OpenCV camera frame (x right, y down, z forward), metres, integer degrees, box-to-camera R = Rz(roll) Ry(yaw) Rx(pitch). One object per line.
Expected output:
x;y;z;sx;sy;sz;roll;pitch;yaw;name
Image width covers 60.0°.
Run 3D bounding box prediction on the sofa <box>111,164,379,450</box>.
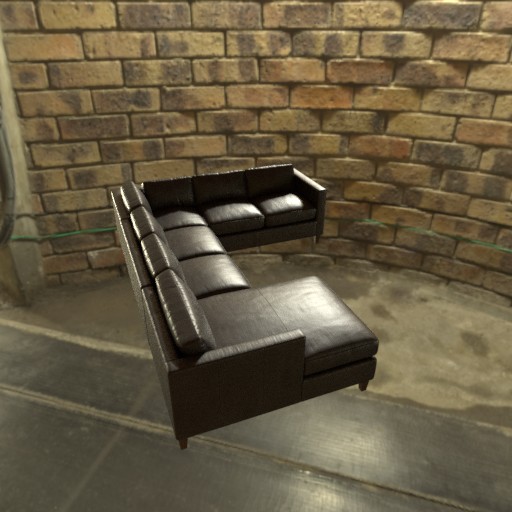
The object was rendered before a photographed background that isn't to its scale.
0.000;0.000;4.527;2.452;0.891;3.324;-11;31;-19;sofa
